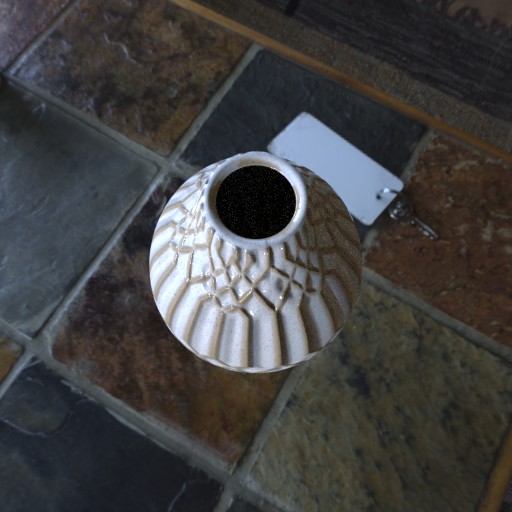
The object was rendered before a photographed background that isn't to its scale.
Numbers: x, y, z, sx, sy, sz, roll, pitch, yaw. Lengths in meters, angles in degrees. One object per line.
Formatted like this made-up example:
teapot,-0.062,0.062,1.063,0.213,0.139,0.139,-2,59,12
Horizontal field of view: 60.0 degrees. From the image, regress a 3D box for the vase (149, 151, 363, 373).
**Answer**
vase,0.000,0.000,0.315,0.159,0.200,0.159,0,73,0
